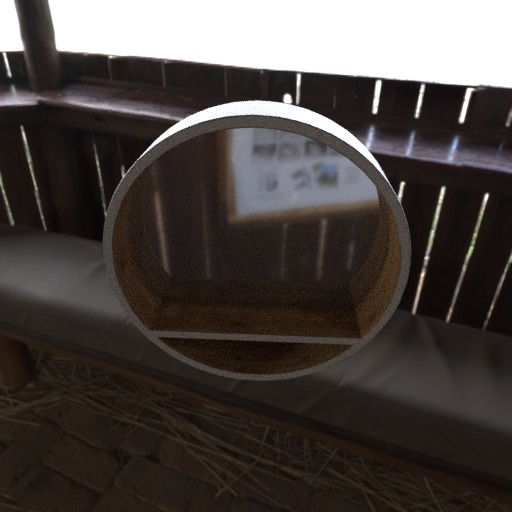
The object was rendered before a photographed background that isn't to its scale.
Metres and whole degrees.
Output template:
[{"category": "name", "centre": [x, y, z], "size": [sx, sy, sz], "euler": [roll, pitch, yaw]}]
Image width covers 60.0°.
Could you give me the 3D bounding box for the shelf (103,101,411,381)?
[{"category": "shelf", "centre": [0.000, 0.000, 1.242], "size": [0.806, 0.807, 0.158], "euler": [2, 30, 3]}]
